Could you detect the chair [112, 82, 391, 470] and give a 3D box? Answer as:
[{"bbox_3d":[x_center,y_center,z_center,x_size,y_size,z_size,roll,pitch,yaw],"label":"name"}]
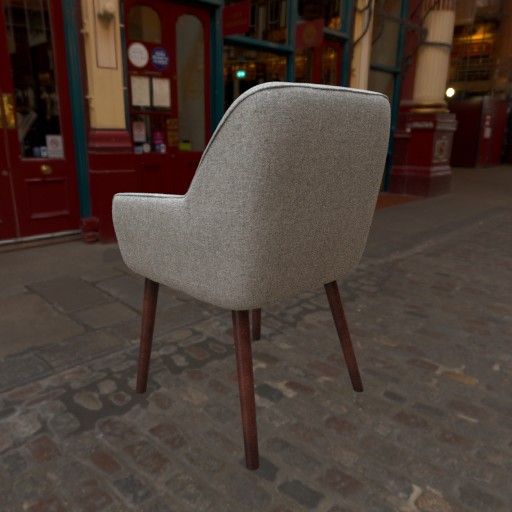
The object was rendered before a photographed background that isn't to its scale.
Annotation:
[{"bbox_3d":[0.000,0.000,1.163,0.543,0.803,0.519,-15,22,-43],"label":"chair"}]
